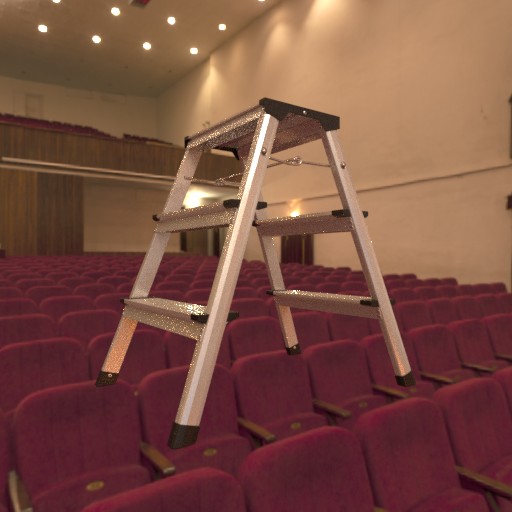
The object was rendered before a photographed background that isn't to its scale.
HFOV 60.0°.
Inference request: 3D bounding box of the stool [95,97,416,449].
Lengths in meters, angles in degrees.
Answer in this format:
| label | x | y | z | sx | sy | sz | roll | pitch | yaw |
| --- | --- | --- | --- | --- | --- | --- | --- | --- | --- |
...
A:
| label | x | y | z | sx | sy | sz | roll | pitch | yaw |
| --- | --- | --- | --- | --- | --- | --- | --- | --- | --- |
| stool | 0.000 | 0.000 | 1.043 | 0.622 | 0.605 | 0.437 | 0 | 0 | -35 |
